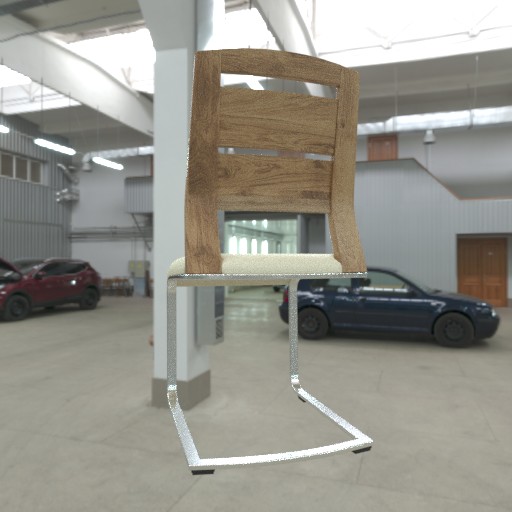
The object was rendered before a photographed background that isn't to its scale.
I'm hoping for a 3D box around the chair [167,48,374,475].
[{"bbox_3d":[0.000,0.000,1.266,0.457,0.955,0.561,0,0,-17],"label":"chair"}]
